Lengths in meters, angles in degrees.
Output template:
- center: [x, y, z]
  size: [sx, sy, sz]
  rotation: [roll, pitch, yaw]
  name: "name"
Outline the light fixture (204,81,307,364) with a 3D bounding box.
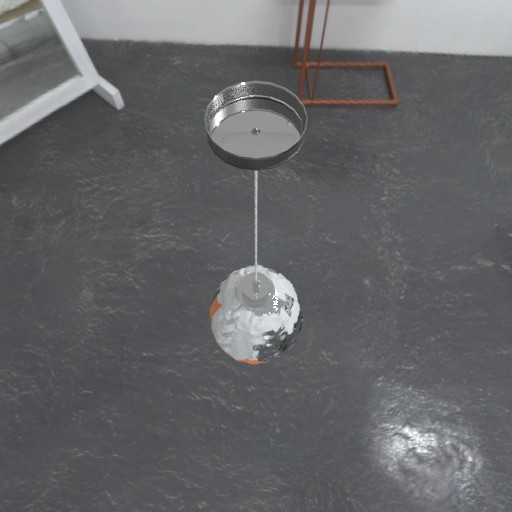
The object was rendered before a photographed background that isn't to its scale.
- center: [0.000, 0.000, 1.761]
  size: [0.496, 1.511, 0.500]
  rotation: [-16, 64, -8]
  name: "light fixture"
